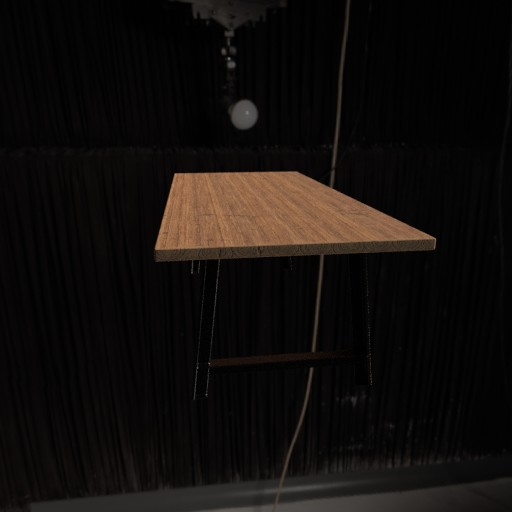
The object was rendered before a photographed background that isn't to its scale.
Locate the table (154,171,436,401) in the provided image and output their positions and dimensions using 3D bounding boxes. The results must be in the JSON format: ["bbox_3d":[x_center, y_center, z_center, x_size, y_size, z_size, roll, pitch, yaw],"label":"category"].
[{"bbox_3d":[0.000,0.000,2.684,1.000,0.757,2.200,-2,17,-8],"label":"table"}]
